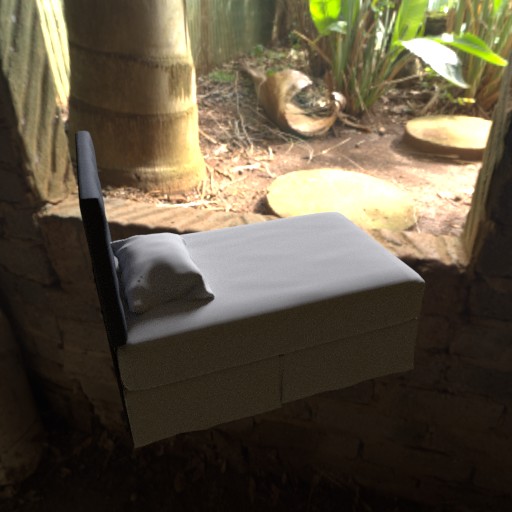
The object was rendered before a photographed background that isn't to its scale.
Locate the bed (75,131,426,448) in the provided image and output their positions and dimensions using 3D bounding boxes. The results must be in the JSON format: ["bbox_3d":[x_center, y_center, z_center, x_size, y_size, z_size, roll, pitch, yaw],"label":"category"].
[{"bbox_3d":[0.000,0.000,2.965,1.997,1.571,1.261,-11,32,-17],"label":"bed"}]
